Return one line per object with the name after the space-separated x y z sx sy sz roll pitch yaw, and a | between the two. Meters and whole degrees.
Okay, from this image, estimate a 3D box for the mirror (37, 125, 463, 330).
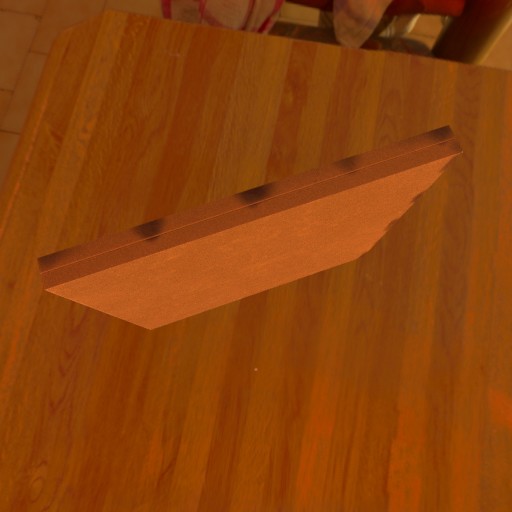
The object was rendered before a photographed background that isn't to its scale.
0.000 0.000 0.759 0.509 0.507 0.042 -19 76 -5 | mirror
